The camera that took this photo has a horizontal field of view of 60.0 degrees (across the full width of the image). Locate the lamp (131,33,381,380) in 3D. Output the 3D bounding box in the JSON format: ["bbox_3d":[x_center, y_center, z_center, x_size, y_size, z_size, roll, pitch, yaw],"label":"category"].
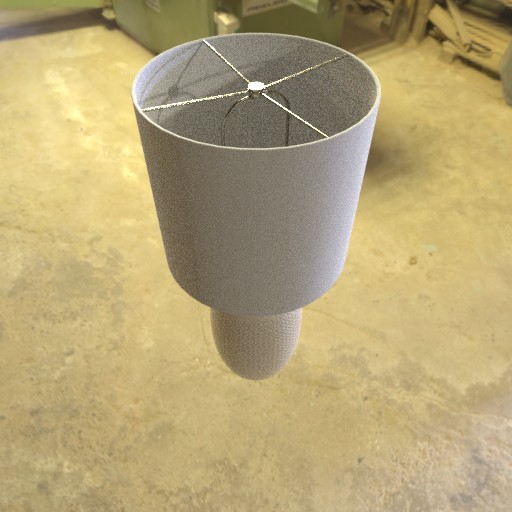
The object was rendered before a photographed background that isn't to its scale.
[{"bbox_3d":[0.000,0.000,0.555,0.217,0.453,0.217,-23,51,-20],"label":"lamp"}]
